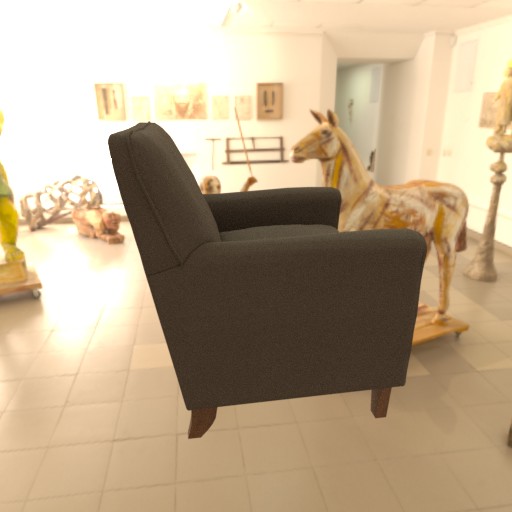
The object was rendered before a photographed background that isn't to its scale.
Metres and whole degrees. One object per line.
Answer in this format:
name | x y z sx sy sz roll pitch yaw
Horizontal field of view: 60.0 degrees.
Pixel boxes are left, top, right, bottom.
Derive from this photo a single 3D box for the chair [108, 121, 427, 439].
chair | 0.000 0.000 1.592 0.831 0.911 0.836 -3 19 -8
